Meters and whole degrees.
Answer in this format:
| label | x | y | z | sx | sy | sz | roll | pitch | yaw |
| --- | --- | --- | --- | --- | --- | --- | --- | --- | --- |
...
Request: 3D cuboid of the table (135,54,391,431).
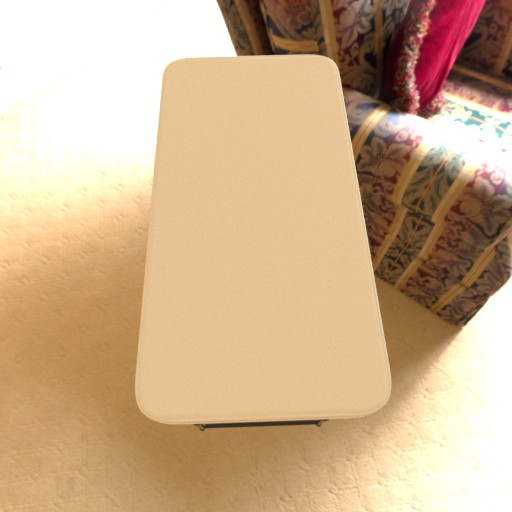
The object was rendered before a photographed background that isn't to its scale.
| label | x | y | z | sx | sy | sz | roll | pitch | yaw |
| --- | --- | --- | --- | --- | --- | --- | --- | --- | --- |
| table | 0.000 | 0.000 | 1.616 | 0.610 | 0.737 | 1.219 | -2 | 63 | -1 |
